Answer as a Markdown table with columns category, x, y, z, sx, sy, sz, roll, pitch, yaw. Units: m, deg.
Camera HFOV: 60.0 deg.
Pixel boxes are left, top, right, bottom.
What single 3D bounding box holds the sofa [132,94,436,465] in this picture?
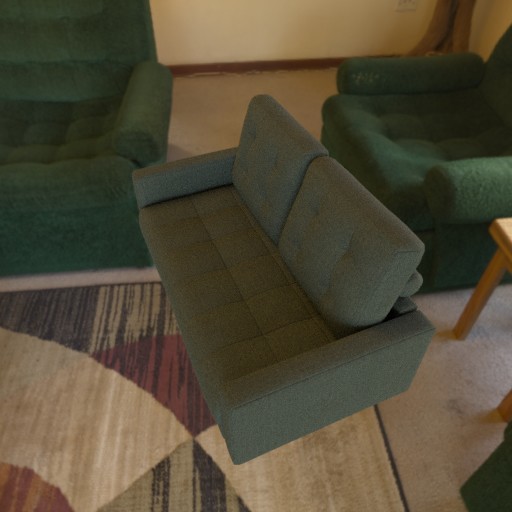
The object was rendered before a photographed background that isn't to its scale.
| category | x | y | z | sx | sy | sz | roll | pitch | yaw |
| --- | --- | --- | --- | --- | --- | --- | --- | --- | --- |
| sofa | 0.000 | 0.000 | 1.972 | 0.842 | 0.907 | 1.407 | -17 | 47 | -16 |
